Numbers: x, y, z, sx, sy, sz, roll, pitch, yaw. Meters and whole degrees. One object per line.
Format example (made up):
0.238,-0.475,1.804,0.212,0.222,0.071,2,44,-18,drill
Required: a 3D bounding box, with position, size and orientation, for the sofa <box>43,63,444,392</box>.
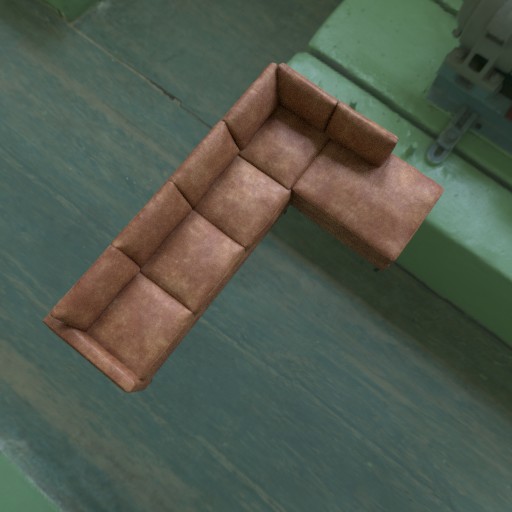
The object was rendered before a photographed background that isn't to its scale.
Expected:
0.000,0.000,3.802,1.938,0.877,2.984,37,78,9,sofa
